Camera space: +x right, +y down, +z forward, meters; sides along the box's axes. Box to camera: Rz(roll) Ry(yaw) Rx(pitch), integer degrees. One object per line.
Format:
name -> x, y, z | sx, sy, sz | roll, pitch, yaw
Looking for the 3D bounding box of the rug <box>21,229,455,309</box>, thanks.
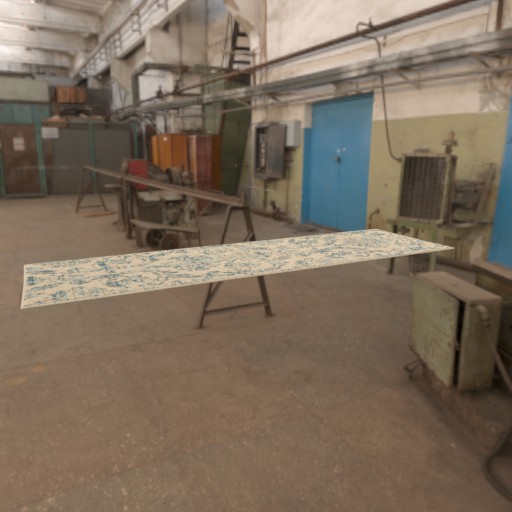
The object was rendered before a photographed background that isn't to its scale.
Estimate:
rug -> 0.000, 0.000, 2.343 | 2.196, 0.011, 0.662 | -7, 15, -25
